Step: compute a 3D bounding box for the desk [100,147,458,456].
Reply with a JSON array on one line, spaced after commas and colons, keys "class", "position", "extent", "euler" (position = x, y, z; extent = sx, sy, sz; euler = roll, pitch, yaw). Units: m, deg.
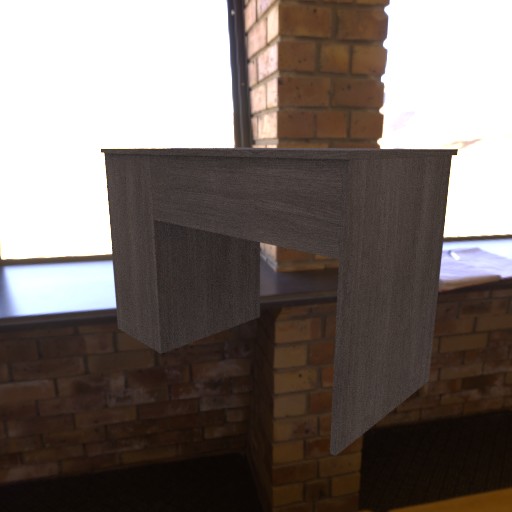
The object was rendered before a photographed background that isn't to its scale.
[{"class": "desk", "position": [0.000, 0.000, 1.558], "extent": [0.560, 0.735, 1.097], "euler": [-13, 19, -43]}]
